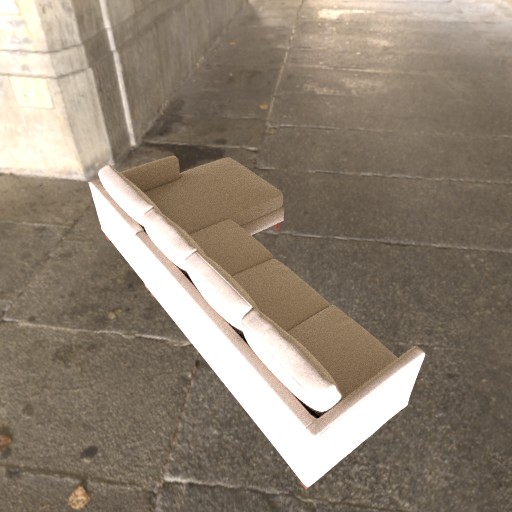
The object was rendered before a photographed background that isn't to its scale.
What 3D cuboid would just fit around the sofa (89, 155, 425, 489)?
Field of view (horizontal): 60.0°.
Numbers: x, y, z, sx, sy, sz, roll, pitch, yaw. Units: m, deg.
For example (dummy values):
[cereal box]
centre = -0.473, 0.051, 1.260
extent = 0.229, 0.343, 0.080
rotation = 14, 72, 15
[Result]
[sofa]
centre = 0.000, 0.000, 3.761
extent = 1.625, 0.861, 3.186
rotation = -26, 47, -27
